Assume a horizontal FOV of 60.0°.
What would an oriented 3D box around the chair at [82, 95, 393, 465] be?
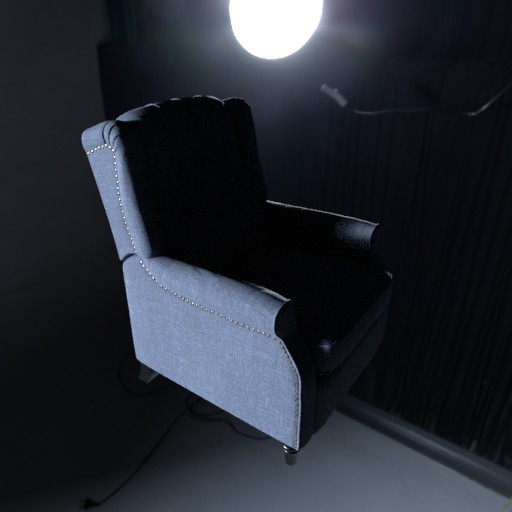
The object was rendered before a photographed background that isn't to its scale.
[{"bbox_3d":[0.000,0.000,1.606,0.898,1.035,0.742,18,32,31],"label":"chair"}]
